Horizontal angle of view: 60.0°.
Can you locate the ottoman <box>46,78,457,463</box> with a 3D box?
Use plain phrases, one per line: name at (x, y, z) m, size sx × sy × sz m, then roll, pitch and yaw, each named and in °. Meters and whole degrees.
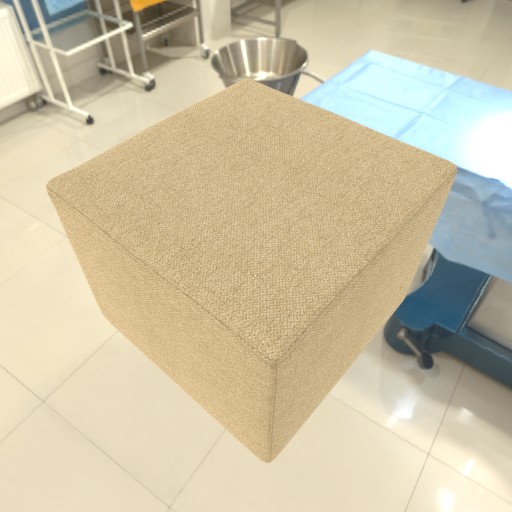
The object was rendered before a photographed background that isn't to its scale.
ottoman at (0.000, 0.000, 0.881) m, size 0.508 × 0.432 × 0.508 m, roll 33°, pitch 56°, yaw 26°
